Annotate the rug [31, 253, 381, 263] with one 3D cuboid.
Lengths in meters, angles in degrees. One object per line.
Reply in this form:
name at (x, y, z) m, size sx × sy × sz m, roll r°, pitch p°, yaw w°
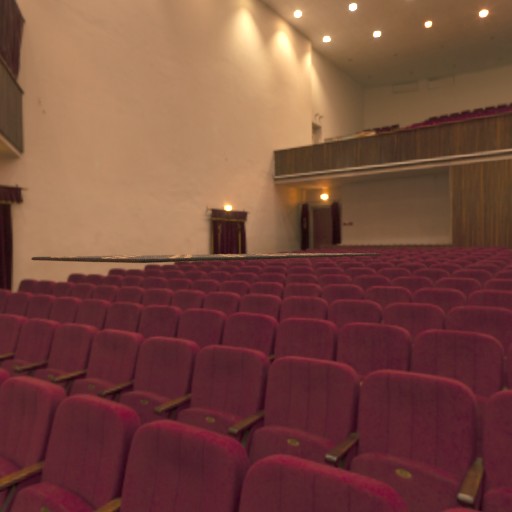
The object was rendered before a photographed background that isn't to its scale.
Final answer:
rug at (0.000, 0.000, 2.569) m, size 0.678 × 0.014 × 2.276 m, roll 1°, pitch 1°, yaw 35°
